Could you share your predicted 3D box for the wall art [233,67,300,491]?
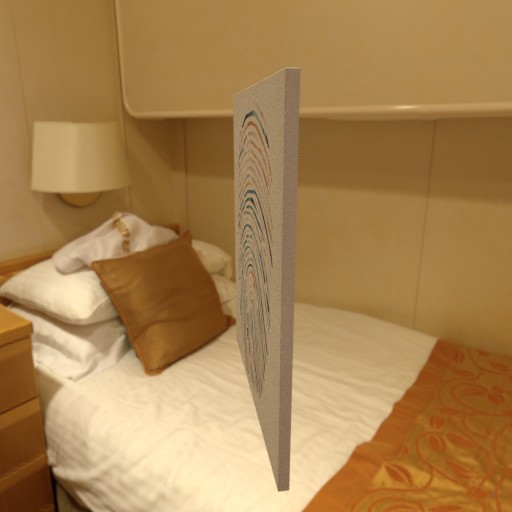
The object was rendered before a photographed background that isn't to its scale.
[{"bbox_3d":[0.000,0.000,0.990,0.021,0.710,0.609,-3,17,-9],"label":"wall art"}]
